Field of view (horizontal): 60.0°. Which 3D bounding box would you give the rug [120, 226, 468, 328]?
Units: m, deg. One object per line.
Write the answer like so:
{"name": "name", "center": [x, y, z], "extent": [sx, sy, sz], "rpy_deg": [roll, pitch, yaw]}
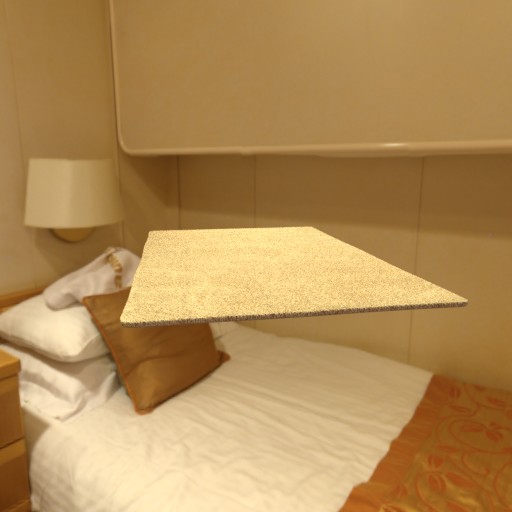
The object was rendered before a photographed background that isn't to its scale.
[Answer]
{"name": "rug", "center": [0.000, 0.000, 2.952], "extent": [1.500, 0.025, 2.349], "rpy_deg": [-2, 12, -10]}
